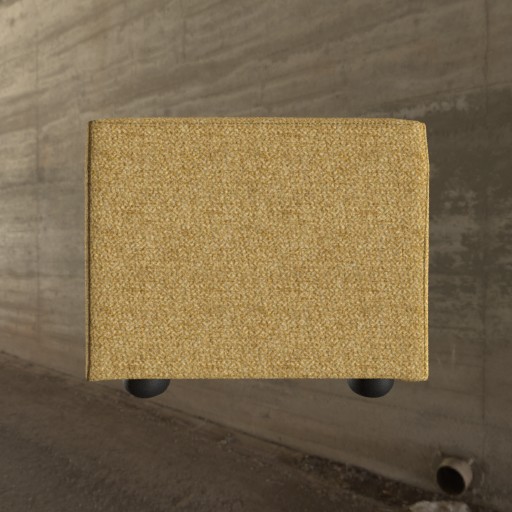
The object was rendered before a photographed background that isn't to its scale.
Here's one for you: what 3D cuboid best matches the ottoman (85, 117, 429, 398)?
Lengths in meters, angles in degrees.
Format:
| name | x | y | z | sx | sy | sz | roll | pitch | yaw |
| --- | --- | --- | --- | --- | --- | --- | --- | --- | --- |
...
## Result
| name | x | y | z | sx | sy | sz | roll | pitch | yaw |
| --- | --- | --- | --- | --- | --- | --- | --- | --- | --- |
| ottoman | 0.000 | 0.000 | 0.879 | 0.512 | 0.441 | 0.505 | 0 | 1 | 0 |
